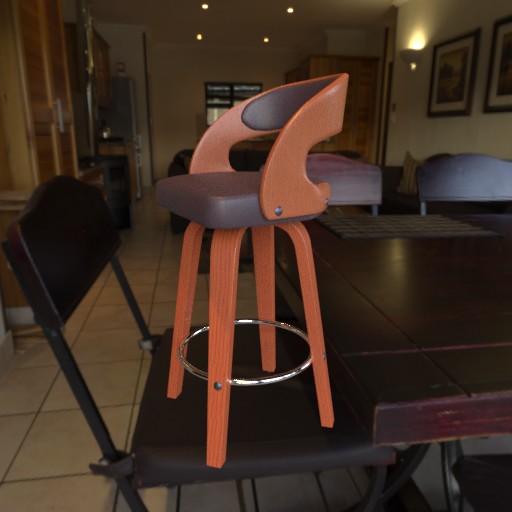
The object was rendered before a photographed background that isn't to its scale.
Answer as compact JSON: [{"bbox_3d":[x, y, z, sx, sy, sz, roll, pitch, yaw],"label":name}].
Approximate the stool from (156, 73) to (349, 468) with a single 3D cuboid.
[{"bbox_3d":[0.000,0.000,1.205,0.457,0.940,0.457,-8,17,-27],"label":"stool"}]
